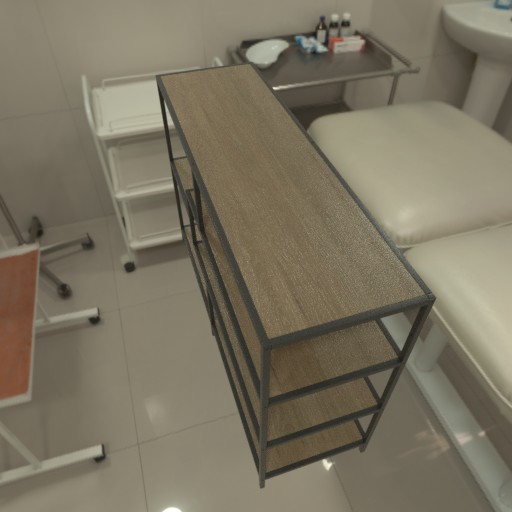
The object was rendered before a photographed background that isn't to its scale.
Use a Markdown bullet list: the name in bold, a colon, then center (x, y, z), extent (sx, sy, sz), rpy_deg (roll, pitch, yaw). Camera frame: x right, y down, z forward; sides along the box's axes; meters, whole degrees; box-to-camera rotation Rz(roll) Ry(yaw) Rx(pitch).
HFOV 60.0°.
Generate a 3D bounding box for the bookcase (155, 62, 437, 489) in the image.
- **bookcase**: center (0.000, 0.000, 1.462), extent (0.350, 0.780, 1.140), rpy_deg (-13, 48, -13)
